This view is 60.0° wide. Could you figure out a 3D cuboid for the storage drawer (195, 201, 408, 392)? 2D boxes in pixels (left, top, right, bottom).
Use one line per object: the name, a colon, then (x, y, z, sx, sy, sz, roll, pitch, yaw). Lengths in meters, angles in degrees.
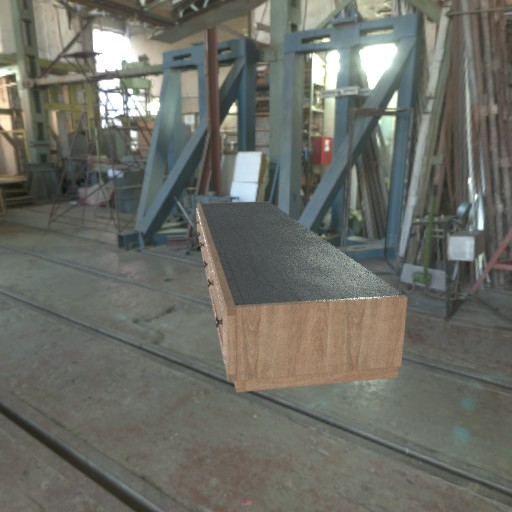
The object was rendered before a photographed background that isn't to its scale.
storage drawer: (0.000, 0.000, 2.222, 0.538, 0.264, 2.032, -2, 15, -9)
